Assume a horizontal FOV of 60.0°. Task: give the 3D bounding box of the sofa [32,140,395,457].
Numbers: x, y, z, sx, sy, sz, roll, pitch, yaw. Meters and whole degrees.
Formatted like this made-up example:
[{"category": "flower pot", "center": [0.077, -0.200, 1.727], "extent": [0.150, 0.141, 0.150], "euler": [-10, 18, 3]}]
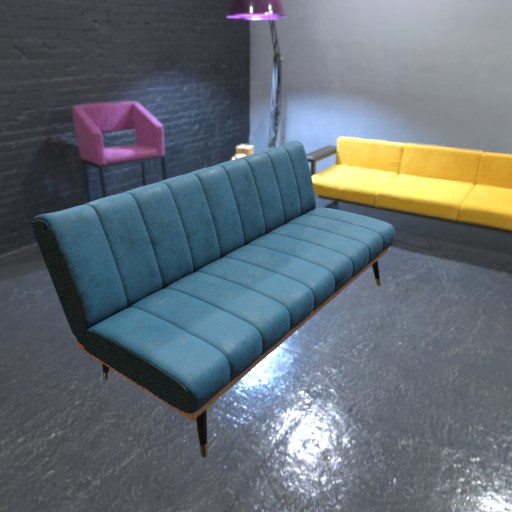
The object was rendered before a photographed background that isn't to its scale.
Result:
[{"category": "sofa", "center": [0.000, 0.000, 2.295], "extent": [0.830, 0.825, 1.810], "euler": [18, 31, 33]}]
